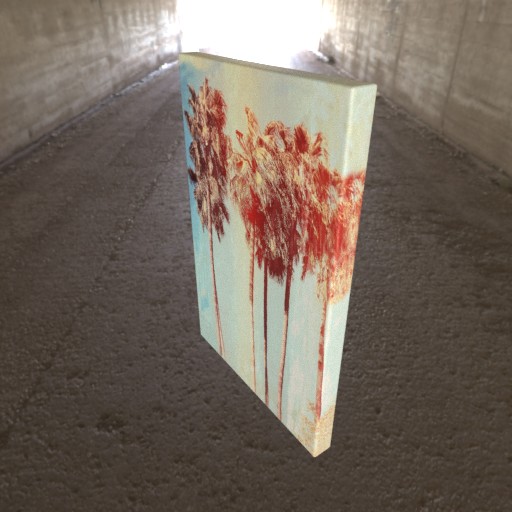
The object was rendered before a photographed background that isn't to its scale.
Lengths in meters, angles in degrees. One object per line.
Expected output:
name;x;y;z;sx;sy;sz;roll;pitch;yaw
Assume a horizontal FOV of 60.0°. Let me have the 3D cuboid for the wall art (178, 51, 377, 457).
wall art;0.000;0.000;0.764;0.038;0.610;0.401;-20;36;-30
